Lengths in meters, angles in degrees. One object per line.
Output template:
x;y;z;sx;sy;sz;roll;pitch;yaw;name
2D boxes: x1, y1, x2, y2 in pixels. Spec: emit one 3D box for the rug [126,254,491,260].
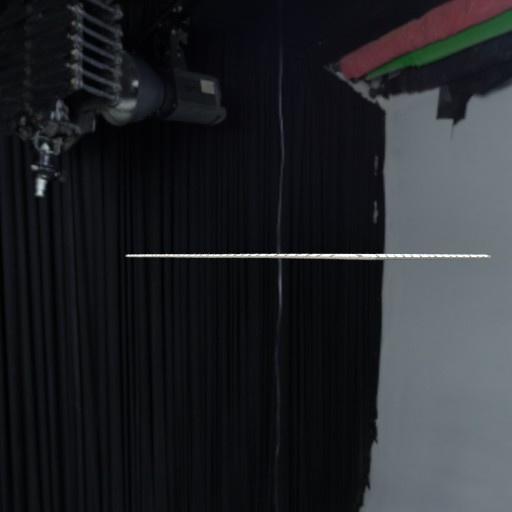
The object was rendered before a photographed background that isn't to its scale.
0.000;0.000;2.686;0.773;0.020;2.439;0;0;-35;rug
